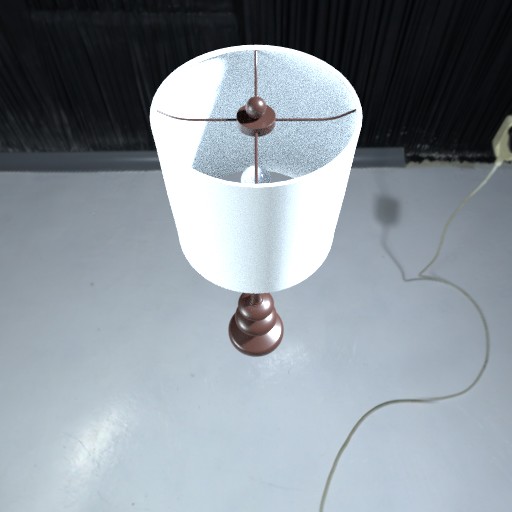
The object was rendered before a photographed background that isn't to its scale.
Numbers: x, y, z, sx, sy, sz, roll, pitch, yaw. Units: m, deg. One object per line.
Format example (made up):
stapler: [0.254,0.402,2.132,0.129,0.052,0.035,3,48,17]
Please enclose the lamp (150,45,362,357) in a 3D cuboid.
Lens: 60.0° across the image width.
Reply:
lamp: [0.000,0.000,0.813,0.254,0.690,0.254,0,57,0]
